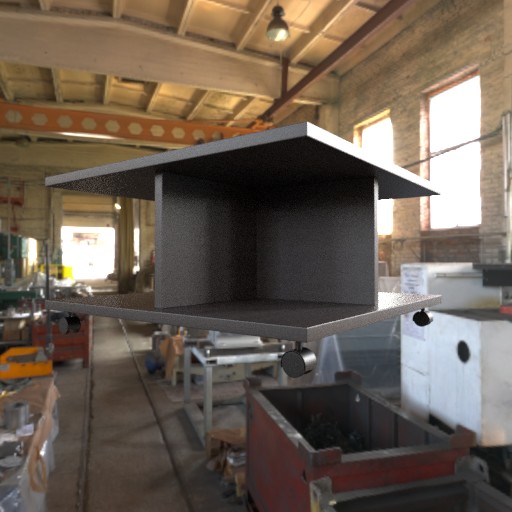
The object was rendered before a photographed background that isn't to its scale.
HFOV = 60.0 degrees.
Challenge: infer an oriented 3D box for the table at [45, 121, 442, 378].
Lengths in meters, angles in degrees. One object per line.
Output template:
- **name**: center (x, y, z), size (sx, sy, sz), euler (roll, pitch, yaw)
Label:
- **table**: center (0.000, 0.000, 1.195), size (0.762, 0.396, 0.762), euler (0, -1, 37)
